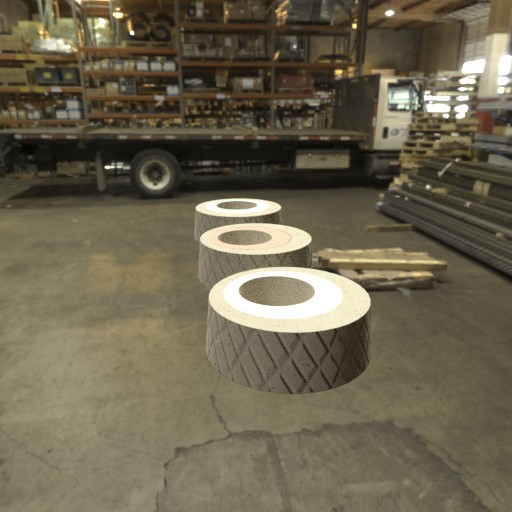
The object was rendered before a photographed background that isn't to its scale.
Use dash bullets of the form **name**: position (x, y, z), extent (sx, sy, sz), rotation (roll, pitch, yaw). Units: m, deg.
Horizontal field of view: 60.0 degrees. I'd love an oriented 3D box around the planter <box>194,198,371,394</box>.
- **planter**: position (0.000, 0.000, 0.432), extent (0.114, 0.038, 0.390), rotation (-3, 19, -9)
